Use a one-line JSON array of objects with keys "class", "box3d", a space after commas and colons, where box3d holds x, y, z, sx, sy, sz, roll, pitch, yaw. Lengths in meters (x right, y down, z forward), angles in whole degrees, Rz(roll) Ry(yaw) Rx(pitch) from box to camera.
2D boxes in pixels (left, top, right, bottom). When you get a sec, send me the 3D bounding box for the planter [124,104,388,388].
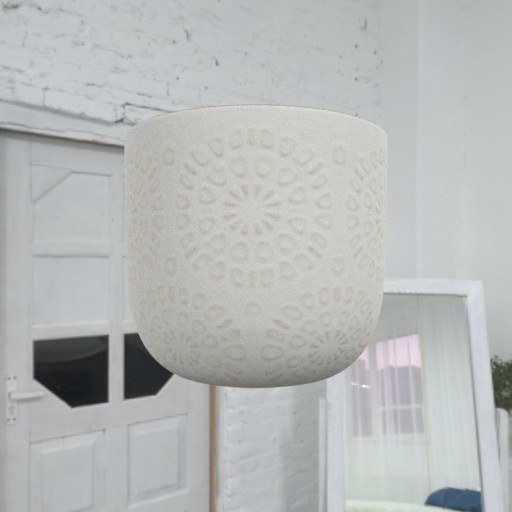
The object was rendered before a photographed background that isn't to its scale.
[{"class": "planter", "box3d": [0.000, 0.000, 0.219, 0.124, 0.109, 0.124, 0, 1, 0]}]
